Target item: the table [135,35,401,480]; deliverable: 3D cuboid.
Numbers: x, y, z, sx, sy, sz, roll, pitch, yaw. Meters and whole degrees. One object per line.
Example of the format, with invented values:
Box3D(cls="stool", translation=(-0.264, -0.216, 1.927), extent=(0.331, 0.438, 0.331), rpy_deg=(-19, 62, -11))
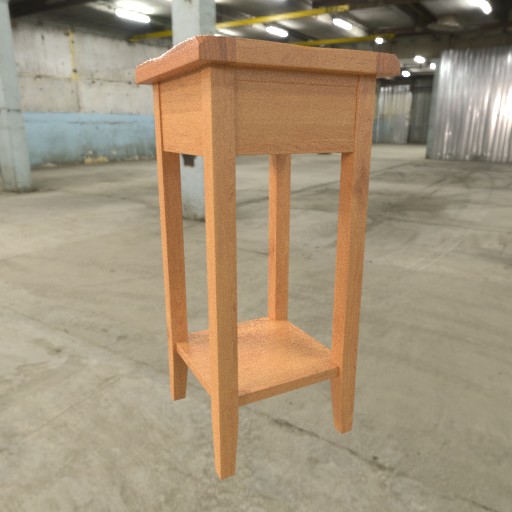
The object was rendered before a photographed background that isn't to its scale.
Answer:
Box3D(cls="table", translation=(0.000, 0.000, 0.912), extent=(0.360, 0.740, 0.360), rpy_deg=(-8, 18, -27))
